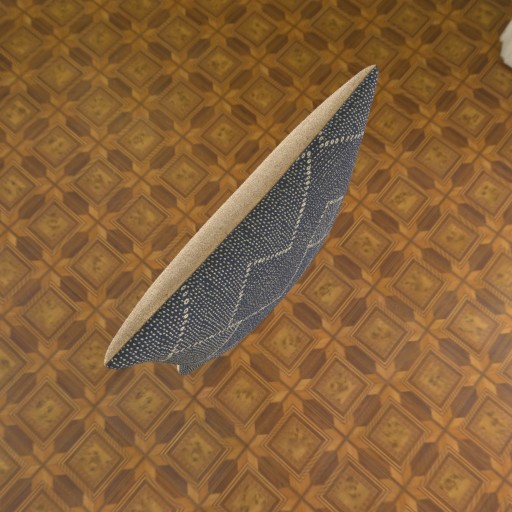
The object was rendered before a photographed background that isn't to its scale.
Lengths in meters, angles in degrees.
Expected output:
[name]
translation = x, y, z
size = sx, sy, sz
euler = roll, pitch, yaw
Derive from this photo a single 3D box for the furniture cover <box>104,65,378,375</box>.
[furniture cover]
translation = 0.000, 0.000, 0.771
size = 0.162, 0.503, 0.511
euler = 39, 78, 10
